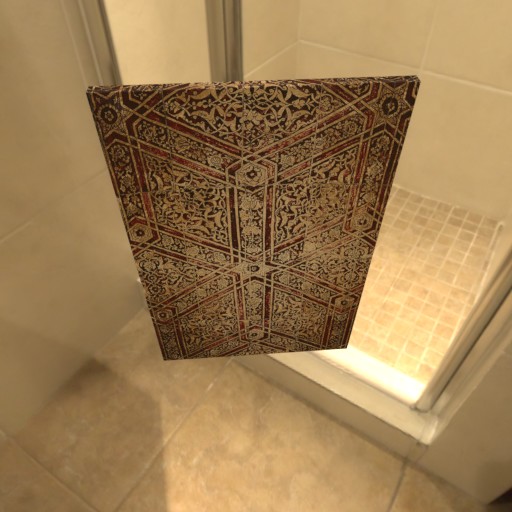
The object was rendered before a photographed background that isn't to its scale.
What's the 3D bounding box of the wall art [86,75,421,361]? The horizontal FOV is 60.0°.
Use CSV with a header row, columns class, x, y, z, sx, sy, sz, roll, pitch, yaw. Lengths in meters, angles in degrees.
class,x,y,z,sx,sy,sz,roll,pitch,yaw
wall art,0.000,0.000,0.747,0.397,0.599,0.020,-3,47,-3
